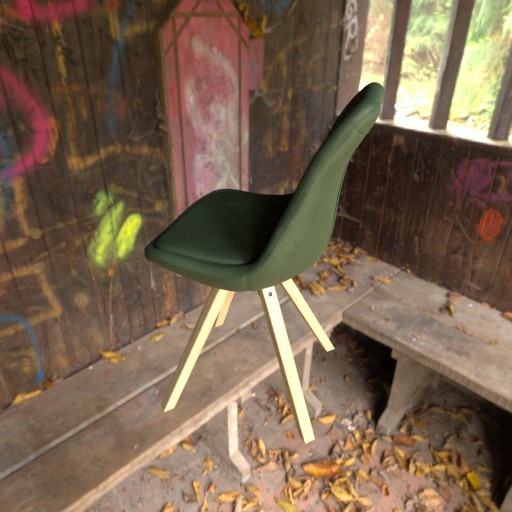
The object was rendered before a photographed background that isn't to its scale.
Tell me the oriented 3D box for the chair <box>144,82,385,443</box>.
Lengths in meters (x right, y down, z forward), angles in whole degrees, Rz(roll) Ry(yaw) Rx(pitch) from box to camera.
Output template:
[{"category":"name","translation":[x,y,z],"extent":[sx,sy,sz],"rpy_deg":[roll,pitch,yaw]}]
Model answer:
[{"category":"chair","translation":[0.000,0.000,1.188],"extent":[0.547,0.865,0.483],"rpy_deg":[8,31,14]}]
